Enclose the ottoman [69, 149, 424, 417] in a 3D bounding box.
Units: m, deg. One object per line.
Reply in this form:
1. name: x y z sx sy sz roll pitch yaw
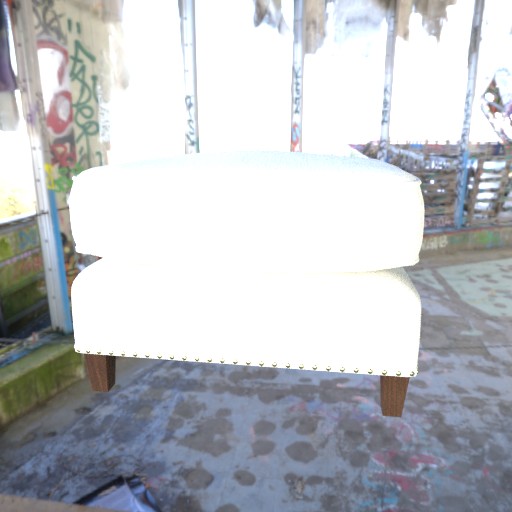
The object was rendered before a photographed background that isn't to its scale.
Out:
1. ottoman: 0.000 0.000 1.149 0.738 0.537 0.589 2 15 8
